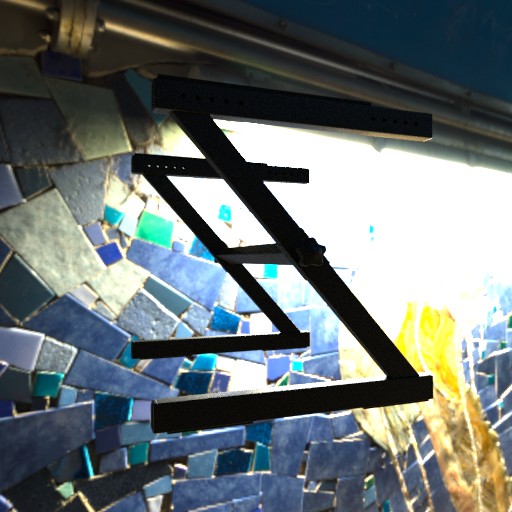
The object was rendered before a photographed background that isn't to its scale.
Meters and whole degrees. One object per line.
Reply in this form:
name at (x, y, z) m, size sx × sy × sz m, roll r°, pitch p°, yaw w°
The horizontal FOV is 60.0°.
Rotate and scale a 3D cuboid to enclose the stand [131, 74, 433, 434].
stand at (0.000, 0.000, 1.141) m, size 0.586 × 0.617 × 0.700 m, roll 0°, pitch 0°, yaw -19°
